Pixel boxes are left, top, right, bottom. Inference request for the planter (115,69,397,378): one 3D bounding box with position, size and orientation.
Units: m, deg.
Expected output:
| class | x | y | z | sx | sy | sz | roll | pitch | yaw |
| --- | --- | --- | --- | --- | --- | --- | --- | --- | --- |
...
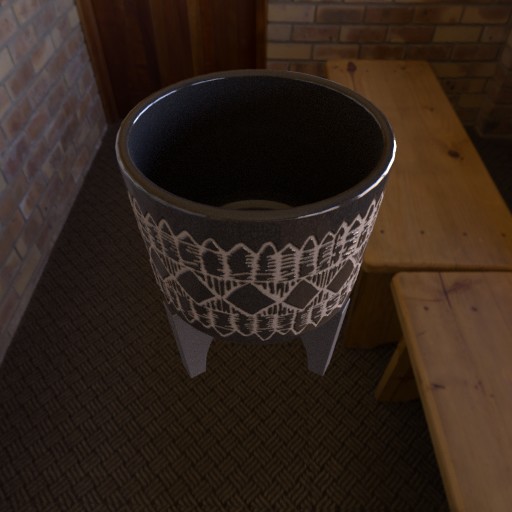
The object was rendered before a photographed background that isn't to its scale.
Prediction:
| class | x | y | z | sx | sy | sz | roll | pitch | yaw |
| --- | --- | --- | --- | --- | --- | --- | --- | --- | --- |
| planter | 0.000 | 0.000 | 0.409 | 0.196 | 0.264 | 0.196 | -24 | 51 | -21 |
